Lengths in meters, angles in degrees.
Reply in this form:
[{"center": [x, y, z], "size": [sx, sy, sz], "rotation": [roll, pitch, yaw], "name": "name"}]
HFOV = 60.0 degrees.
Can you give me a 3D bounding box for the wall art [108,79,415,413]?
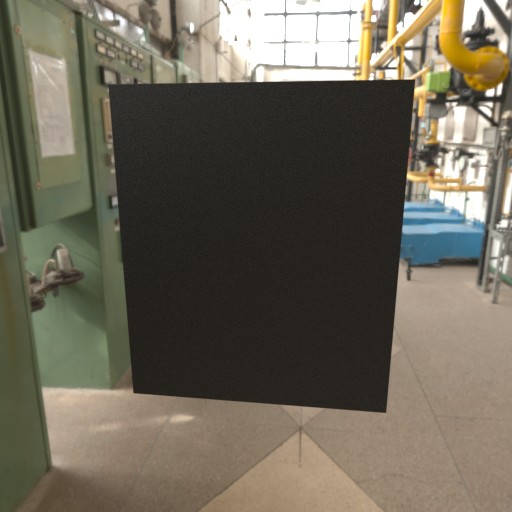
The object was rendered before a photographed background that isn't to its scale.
[{"center": [0.000, 0.000, 0.689], "size": [0.428, 0.505, 0.023], "rotation": [2, 15, 7], "name": "wall art"}]
